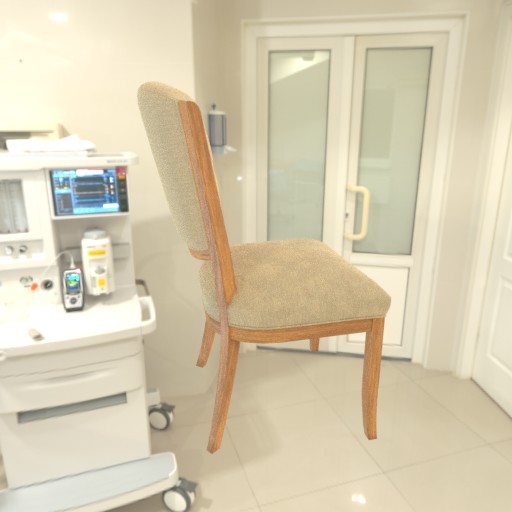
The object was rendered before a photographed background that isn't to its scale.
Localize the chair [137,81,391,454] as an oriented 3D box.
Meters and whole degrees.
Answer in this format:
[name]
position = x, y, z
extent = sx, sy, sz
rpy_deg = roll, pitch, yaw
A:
[chair]
position = 0.000, 0.000, 1.248
extent = 0.584, 0.905, 0.513
rpy_deg = -3, 17, -11
